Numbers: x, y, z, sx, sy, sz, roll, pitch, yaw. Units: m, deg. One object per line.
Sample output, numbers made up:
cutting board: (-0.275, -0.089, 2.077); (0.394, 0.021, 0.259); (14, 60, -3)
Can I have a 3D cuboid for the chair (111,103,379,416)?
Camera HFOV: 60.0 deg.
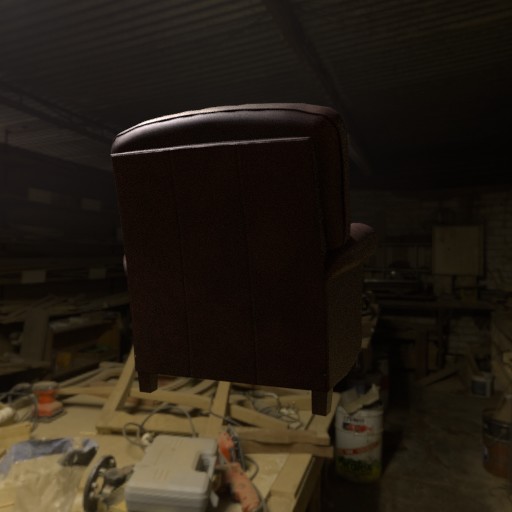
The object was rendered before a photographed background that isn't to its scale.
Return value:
chair: (0.000, 0.000, 1.821); (0.936, 1.018, 0.986); (0, 1, 20)
